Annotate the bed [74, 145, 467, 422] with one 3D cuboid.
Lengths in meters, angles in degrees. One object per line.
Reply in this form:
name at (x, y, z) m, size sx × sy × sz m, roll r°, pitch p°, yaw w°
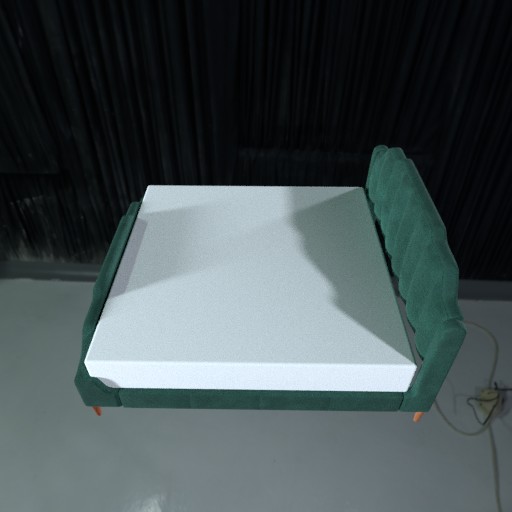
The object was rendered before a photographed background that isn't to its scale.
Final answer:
bed at (0.000, 0.000, 3.432) m, size 2.340 × 1.245 × 2.074 m, roll 1°, pitch 41°, yaw 1°
